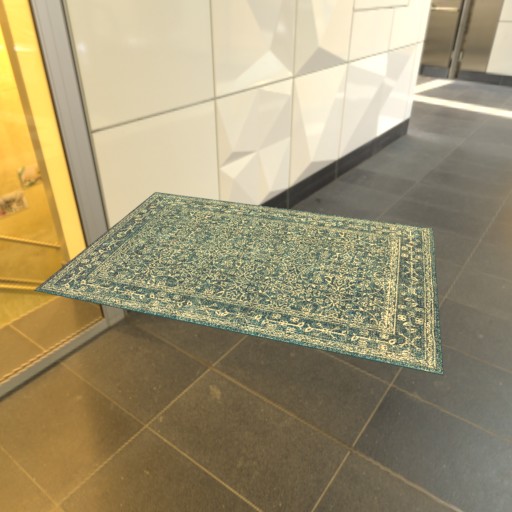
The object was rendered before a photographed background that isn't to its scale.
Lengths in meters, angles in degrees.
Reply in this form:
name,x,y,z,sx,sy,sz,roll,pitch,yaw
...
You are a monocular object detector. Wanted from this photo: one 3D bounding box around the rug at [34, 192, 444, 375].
name,x,y,z,sx,sy,sz,roll,pitch,yaw
rug,0.000,0.000,2.347,1.819,0.005,1.200,9,33,14
